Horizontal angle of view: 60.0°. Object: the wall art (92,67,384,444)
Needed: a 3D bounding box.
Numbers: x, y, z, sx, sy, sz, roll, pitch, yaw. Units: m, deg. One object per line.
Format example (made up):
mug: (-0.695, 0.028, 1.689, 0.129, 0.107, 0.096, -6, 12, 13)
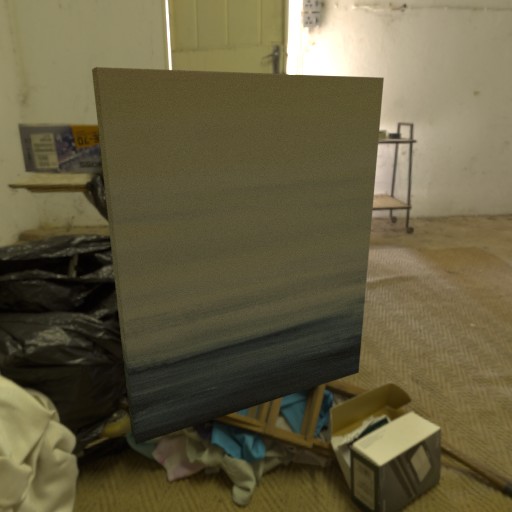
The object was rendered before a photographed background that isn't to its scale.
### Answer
wall art: (0.000, 0.000, 0.799, 0.489, 0.608, 0.040, -9, 21, -25)
